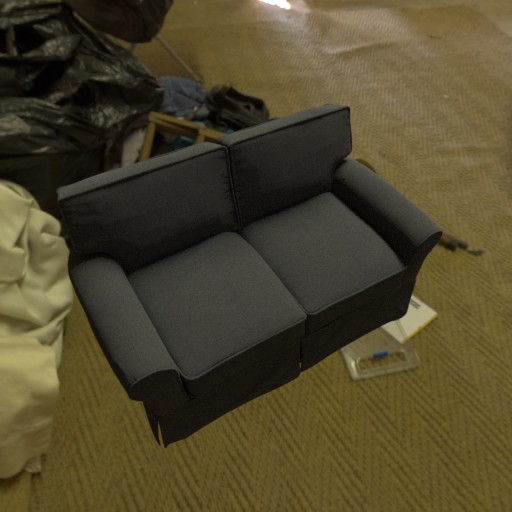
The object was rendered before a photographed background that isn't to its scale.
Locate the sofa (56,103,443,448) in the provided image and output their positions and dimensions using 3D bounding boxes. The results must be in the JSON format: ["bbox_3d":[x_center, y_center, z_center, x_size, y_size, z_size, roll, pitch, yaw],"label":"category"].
[{"bbox_3d":[0.000,0.000,2.389,1.801,1.059,0.997,-24,51,-21],"label":"sofa"}]
